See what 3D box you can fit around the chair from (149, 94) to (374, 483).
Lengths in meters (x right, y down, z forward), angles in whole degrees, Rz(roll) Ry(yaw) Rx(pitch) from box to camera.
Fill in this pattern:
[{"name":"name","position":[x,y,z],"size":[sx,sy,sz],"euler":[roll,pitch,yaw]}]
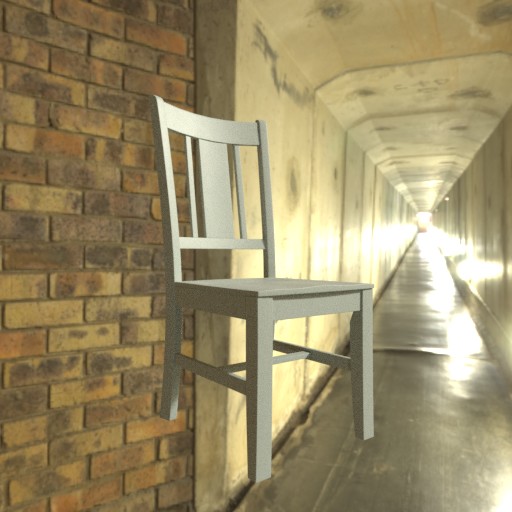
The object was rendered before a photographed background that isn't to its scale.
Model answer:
[{"name":"chair","position":[0.000,0.000,1.310],"size":[0.450,0.998,0.555],"euler":[0,0,-37]}]
